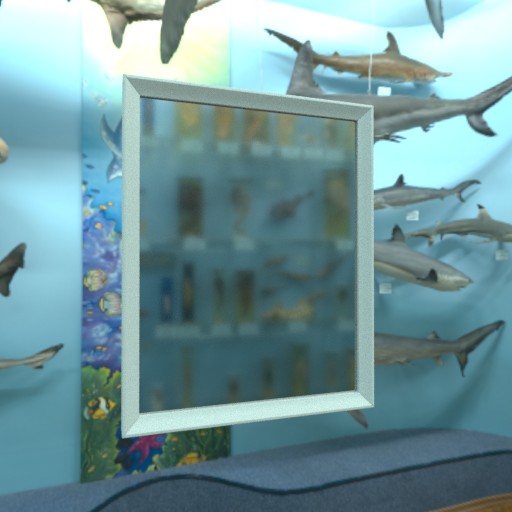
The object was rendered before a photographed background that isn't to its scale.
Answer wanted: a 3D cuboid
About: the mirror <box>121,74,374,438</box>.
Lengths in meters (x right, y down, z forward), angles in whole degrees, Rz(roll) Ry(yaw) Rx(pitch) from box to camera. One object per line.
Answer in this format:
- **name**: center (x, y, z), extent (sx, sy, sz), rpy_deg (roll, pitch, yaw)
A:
- **mirror**: center (0.000, 0.000, 0.701), extent (0.406, 0.509, 0.041), rpy_deg (0, 0, -19)
